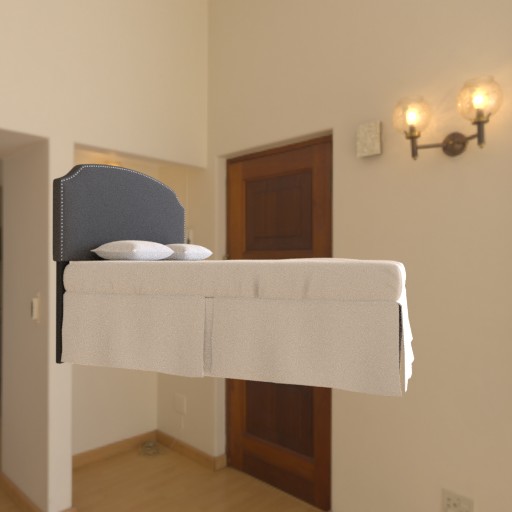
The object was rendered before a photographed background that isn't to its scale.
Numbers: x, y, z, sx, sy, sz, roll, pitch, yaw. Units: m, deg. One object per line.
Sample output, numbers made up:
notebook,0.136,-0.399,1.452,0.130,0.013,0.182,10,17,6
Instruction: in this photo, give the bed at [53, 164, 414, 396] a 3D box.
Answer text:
bed,0.000,0.000,2.980,1.999,1.270,1.558,0,-1,19
